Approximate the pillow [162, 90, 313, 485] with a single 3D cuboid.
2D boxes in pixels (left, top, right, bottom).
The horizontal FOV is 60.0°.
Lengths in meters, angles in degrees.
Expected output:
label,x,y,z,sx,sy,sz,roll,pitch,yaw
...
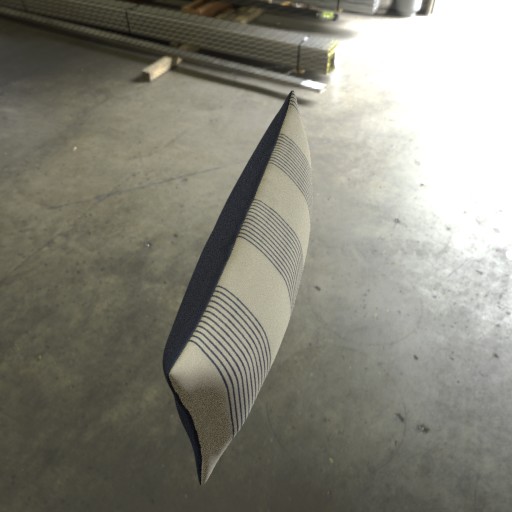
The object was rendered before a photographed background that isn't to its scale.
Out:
label,x,y,z,sx,sy,sz,roll,pitch,yaw
pillow,0.000,0.000,0.705,0.151,0.287,0.610,10,46,10
